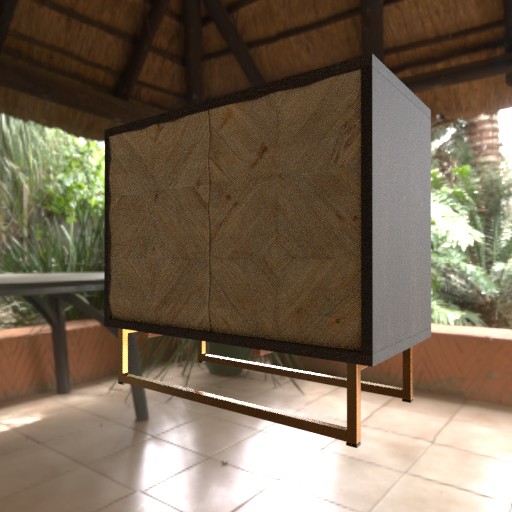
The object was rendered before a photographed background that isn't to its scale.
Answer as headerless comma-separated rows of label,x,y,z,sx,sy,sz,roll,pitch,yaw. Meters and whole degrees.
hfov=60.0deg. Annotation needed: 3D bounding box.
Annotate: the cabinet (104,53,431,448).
cabinet,0.000,0.000,1.406,0.950,0.860,0.451,0,0,36
